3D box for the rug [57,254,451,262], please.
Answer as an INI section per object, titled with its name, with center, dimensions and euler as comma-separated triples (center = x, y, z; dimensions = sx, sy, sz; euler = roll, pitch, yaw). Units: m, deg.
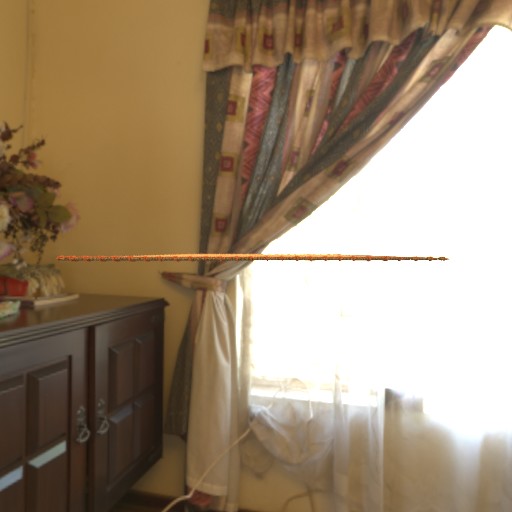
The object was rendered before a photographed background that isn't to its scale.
[rug]
center = 0.000, 0.000, 2.245
dimensions = 1.220, 0.019, 1.838
euler = 0, 1, 0
